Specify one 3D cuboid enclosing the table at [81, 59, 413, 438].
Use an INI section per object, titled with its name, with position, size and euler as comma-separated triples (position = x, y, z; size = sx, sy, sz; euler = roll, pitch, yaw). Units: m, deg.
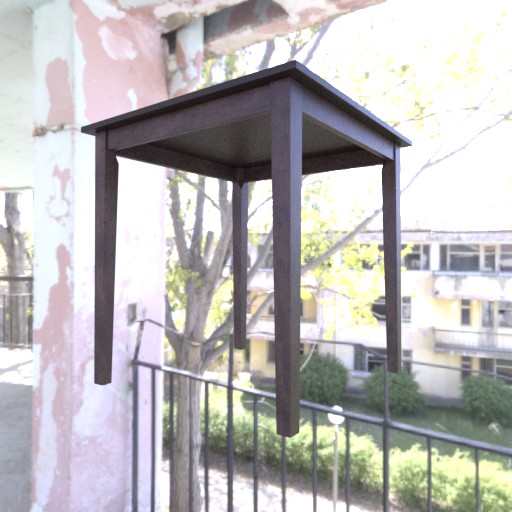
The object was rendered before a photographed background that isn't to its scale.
[table]
position = 0.000, 0.000, 1.399
size = 0.749, 0.770, 0.749
euler = -1, -1, 36
